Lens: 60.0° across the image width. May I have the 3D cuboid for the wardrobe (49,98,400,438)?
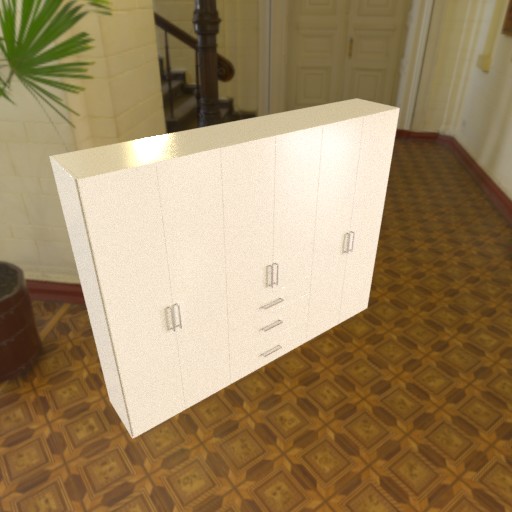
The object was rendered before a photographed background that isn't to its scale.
[{"bbox_3d":[0.000,0.000,4.126,3.000,2.360,0.580,-21,37,-31],"label":"wardrobe"}]
